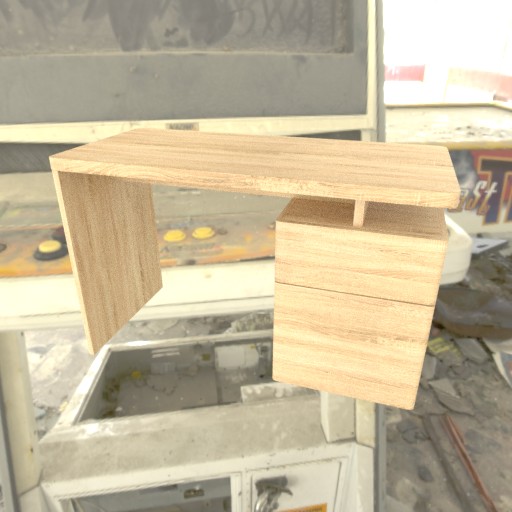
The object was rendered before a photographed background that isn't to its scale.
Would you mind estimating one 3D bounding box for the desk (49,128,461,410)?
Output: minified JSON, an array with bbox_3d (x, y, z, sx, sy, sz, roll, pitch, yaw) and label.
[{"bbox_3d":[0.000,0.000,1.615,1.200,0.760,0.550,8,27,16],"label":"desk"}]
